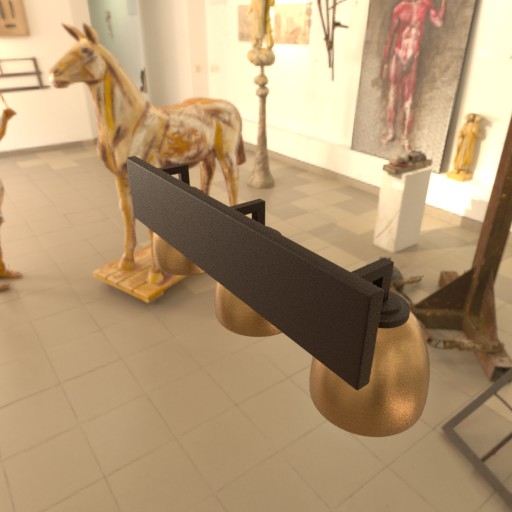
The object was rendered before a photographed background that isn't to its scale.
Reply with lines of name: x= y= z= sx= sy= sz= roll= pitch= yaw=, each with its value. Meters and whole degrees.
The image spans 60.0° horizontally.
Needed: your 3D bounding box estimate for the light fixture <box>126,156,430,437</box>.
light fixture: x=0.000 y=0.000 z=0.662 sx=0.157 sy=0.204 sz=0.582 roll=-19 pitch=34 yaw=-32
